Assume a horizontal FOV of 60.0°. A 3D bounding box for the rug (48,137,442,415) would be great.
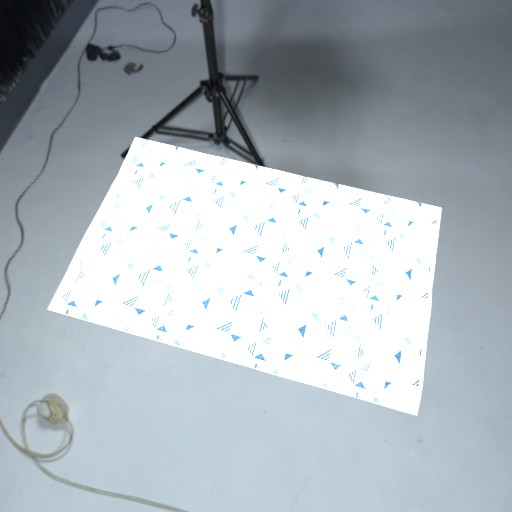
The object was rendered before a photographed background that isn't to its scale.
[{"bbox_3d":[0.000,0.000,3.112,2.457,0.009,1.512,14,65,7],"label":"rug"}]
